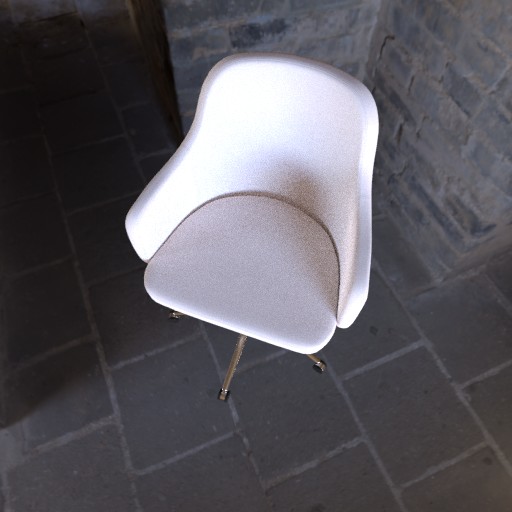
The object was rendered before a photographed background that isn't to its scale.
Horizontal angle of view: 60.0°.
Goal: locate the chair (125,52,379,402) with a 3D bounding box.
[{"bbox_3d":[0.000,0.000,1.225,0.602,0.819,0.647,18,61,10],"label":"chair"}]
